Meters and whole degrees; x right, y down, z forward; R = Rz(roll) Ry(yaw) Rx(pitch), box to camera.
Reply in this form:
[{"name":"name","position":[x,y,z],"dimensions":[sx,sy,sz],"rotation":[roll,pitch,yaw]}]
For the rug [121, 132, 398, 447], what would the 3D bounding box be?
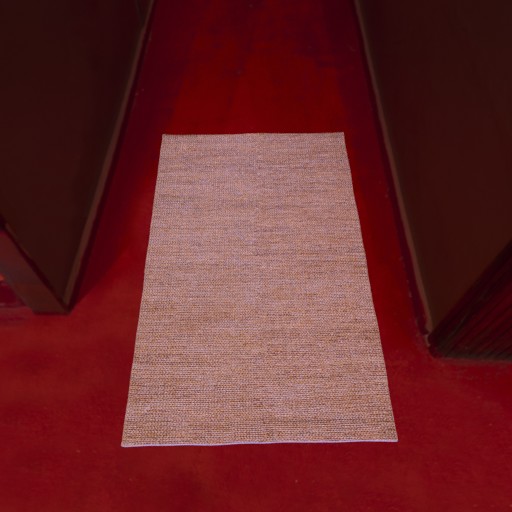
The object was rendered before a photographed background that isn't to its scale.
[{"name":"rug","position":[0.000,0.000,3.079],"dimensions":[1.521,0.034,2.438],"rotation":[-1,58,-1]}]
